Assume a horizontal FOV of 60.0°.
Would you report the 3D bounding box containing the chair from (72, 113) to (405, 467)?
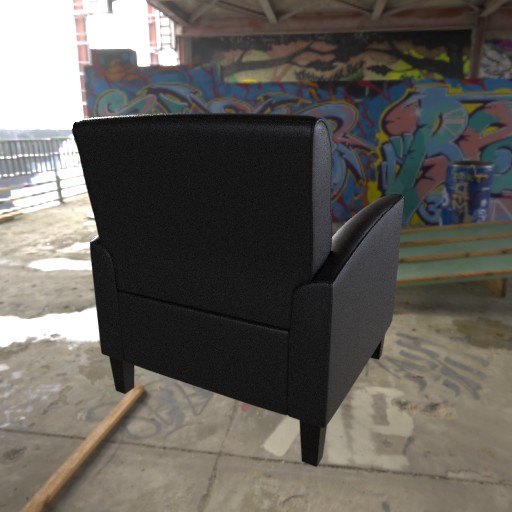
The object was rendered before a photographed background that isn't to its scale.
[{"bbox_3d":[0.000,0.000,1.527,0.820,0.916,0.819,9,18,28],"label":"chair"}]
